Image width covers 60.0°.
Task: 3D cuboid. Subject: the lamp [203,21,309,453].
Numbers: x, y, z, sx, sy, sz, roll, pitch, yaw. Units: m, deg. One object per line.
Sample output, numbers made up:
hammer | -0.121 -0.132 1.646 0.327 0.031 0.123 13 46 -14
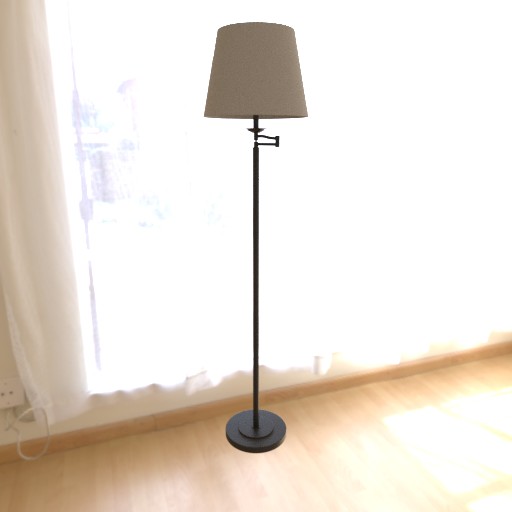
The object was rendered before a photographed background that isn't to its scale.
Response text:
lamp | 0.000 0.000 1.593 0.348 1.473 0.348 14 21 43
